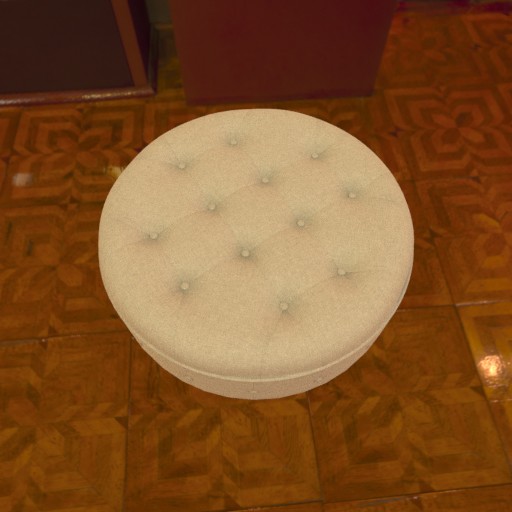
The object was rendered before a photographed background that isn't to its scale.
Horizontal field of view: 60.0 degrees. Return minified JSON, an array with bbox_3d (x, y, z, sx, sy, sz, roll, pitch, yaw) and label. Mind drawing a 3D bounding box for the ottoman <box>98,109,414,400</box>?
[{"bbox_3d":[0.000,0.000,1.353,0.849,0.478,0.849,0,60,0],"label":"ottoman"}]
